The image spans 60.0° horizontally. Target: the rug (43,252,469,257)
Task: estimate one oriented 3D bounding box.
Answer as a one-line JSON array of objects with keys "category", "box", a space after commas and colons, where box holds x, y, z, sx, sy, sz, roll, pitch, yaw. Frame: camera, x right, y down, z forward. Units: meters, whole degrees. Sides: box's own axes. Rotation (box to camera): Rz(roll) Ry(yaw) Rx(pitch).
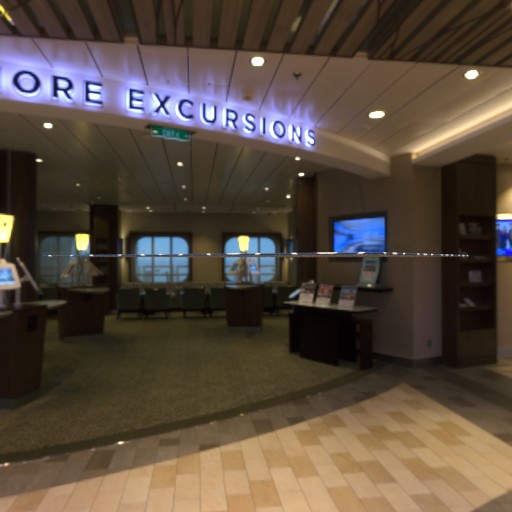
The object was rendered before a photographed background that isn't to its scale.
[{"category": "rug", "box": [0.000, 0.000, 4.303, 3.353, 0.010, 2.438, 0, -1, 36]}]
